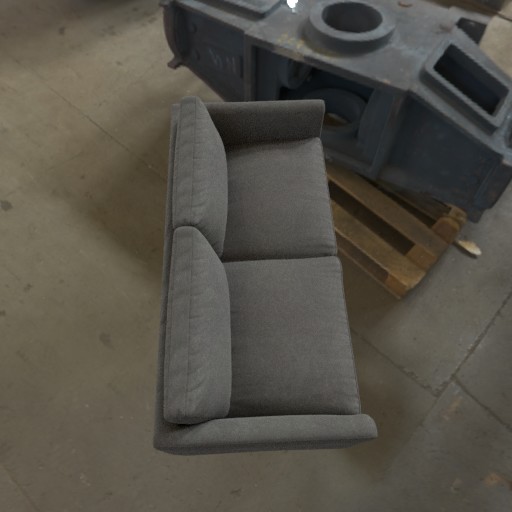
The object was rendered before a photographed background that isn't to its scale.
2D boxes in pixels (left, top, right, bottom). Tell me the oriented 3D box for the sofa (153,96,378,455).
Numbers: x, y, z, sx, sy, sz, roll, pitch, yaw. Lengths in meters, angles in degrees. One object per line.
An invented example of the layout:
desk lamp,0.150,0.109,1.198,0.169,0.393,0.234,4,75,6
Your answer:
sofa,0.000,0.000,2.808,1.092,0.838,2.257,-2,63,-1
